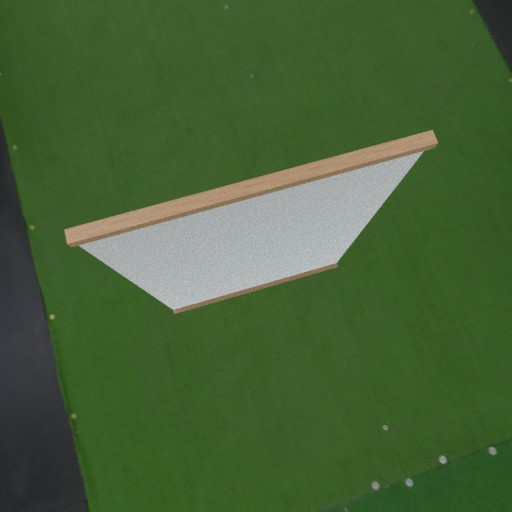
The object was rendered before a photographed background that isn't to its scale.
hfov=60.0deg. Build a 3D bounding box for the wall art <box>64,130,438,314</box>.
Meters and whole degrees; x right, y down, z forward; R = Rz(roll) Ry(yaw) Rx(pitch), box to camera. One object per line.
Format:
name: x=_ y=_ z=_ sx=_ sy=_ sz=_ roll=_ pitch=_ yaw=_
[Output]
wall art: x=0.000 y=0.000 z=0.633 sx=0.335 sy=0.510 sz=0.013 roll=-16 pitch=77 yaw=-4
